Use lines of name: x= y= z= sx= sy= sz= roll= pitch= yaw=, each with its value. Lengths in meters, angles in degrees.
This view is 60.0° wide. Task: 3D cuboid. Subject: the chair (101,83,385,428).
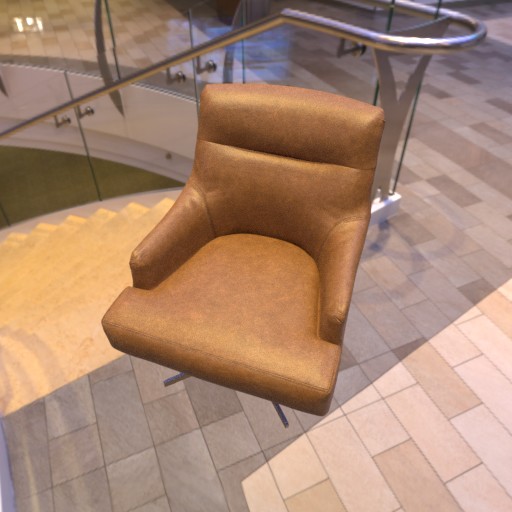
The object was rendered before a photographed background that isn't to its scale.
chair: x=0.000 y=0.000 z=1.525 sx=0.729 sy=0.869 sz=0.874 roll=14 pitch=43 yaw=15
